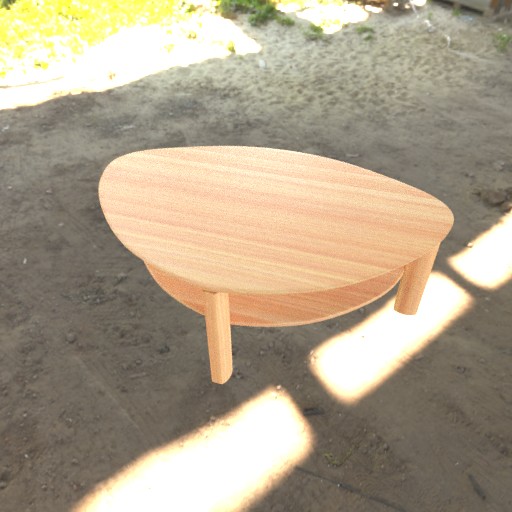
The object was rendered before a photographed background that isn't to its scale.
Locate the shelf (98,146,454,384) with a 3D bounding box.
[{"bbox_3d":[0.000,0.000,1.609,1.246,0.440,0.845,12,41,14],"label":"shelf"}]
